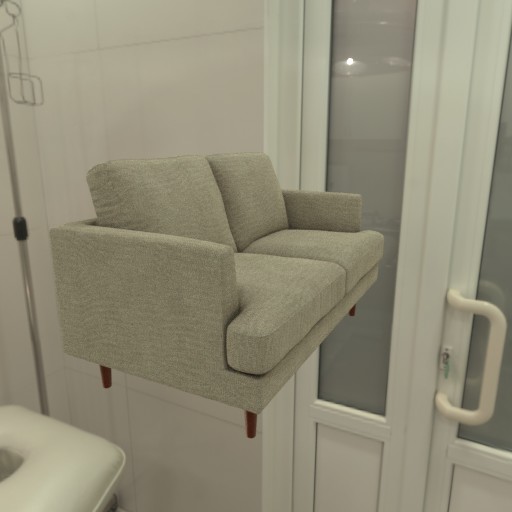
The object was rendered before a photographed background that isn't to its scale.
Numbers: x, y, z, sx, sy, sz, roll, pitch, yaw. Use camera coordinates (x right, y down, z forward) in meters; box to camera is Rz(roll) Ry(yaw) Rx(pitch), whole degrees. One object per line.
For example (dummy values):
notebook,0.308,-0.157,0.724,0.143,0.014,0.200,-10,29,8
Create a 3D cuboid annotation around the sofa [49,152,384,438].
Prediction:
sofa,0.000,0.000,2.122,0.903,0.944,1.582,8,16,27
